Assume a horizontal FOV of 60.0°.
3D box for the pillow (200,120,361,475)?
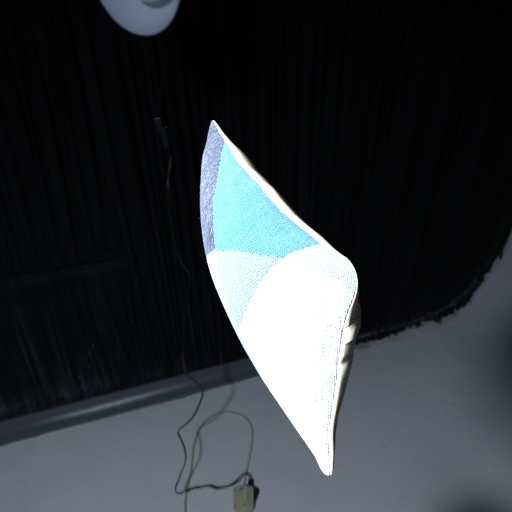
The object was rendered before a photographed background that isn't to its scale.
[{"bbox_3d":[0.000,0.000,0.723,0.148,0.307,0.604,-9,32,-15],"label":"pillow"}]
